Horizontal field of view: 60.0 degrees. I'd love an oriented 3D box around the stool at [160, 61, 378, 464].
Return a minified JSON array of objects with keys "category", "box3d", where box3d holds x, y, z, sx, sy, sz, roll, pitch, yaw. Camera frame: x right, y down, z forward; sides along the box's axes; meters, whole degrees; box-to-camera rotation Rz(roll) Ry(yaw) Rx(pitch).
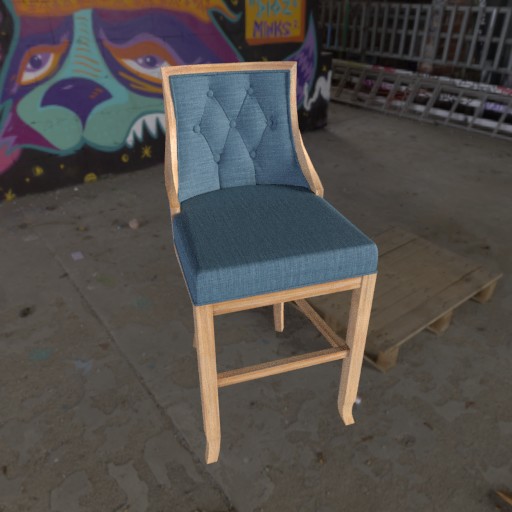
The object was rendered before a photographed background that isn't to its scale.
[{"category":"stool","box3d":[0.000,0.000,1.454,0.524,1.101,0.626,-9,32,-15]}]
